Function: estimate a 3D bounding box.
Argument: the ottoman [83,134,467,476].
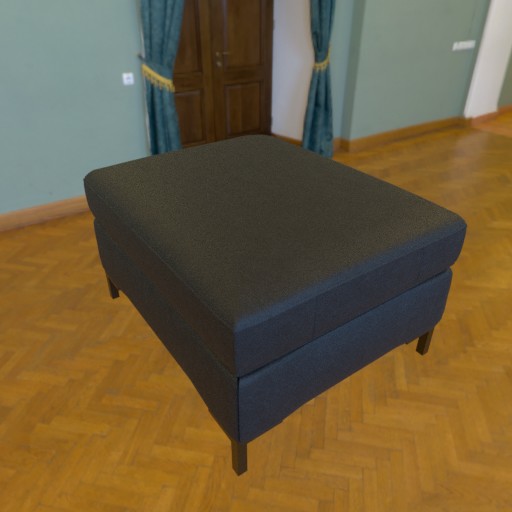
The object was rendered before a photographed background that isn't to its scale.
[{"bbox_3d":[0.000,0.000,1.809,0.967,0.696,1.187,-20,37,-29],"label":"ottoman"}]
